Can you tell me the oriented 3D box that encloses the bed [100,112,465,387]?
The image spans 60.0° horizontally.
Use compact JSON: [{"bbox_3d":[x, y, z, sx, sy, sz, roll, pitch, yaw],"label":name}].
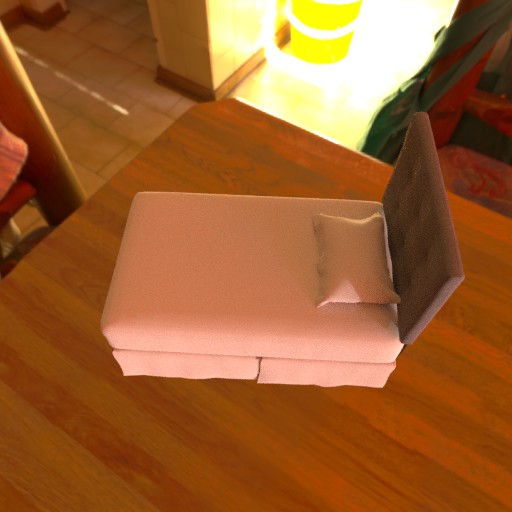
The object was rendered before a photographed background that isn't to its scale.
[{"bbox_3d":[0.000,0.000,2.989,1.997,1.571,1.261,3,58,2],"label":"bed"}]
